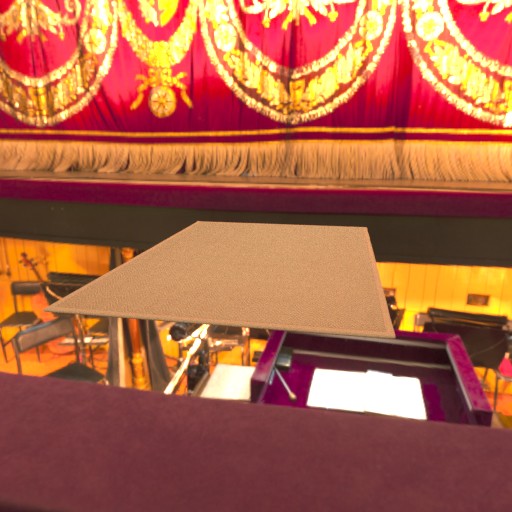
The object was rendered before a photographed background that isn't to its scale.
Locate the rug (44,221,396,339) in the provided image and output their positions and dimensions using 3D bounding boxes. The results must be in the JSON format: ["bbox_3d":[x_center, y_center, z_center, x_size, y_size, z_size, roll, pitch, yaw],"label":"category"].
[{"bbox_3d":[0.000,0.000,2.918,1.532,0.017,2.244,3,15,10],"label":"rug"}]
